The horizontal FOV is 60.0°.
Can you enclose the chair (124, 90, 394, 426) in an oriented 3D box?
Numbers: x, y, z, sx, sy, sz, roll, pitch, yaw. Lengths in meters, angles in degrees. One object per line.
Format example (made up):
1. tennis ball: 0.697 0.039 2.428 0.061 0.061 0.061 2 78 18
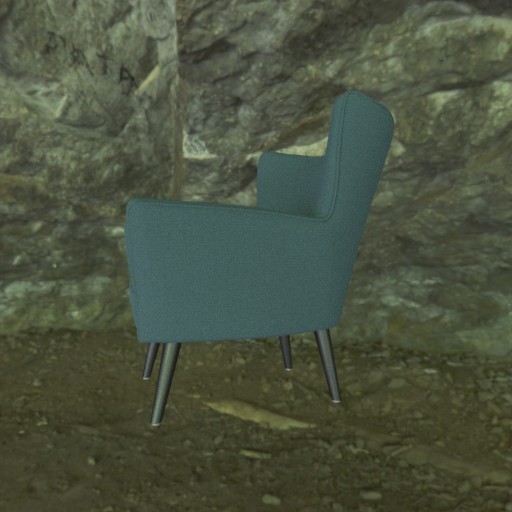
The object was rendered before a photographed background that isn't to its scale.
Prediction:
1. chair: 0.000 0.000 1.565 0.888 0.933 0.781 0 0 -17
